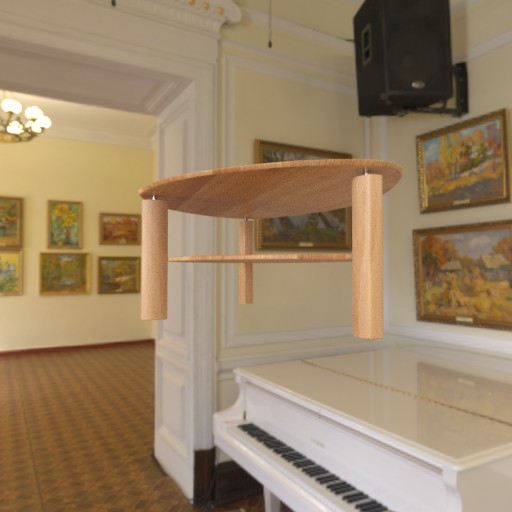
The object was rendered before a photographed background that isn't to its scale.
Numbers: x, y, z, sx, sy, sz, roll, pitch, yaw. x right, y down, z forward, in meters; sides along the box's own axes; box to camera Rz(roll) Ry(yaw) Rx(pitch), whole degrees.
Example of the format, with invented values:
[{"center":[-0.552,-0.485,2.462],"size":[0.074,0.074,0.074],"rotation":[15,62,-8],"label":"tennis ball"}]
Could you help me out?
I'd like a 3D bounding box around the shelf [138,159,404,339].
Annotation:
[{"center":[0.000,0.000,1.636],"size":[0.845,0.440,1.246],"rotation":[0,-2,-17],"label":"shelf"}]
